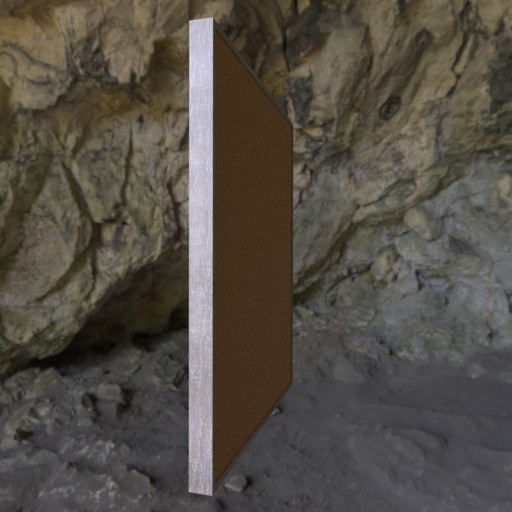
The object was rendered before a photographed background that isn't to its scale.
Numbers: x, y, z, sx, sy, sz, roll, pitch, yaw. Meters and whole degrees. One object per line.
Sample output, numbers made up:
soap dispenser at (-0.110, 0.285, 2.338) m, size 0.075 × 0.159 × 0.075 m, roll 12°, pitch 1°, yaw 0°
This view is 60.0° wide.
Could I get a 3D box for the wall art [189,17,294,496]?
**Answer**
wall art at (0.000, 0.000, 0.688) m, size 0.032 × 0.521 × 0.421 m, roll 0°, pitch 1°, yaw 16°
